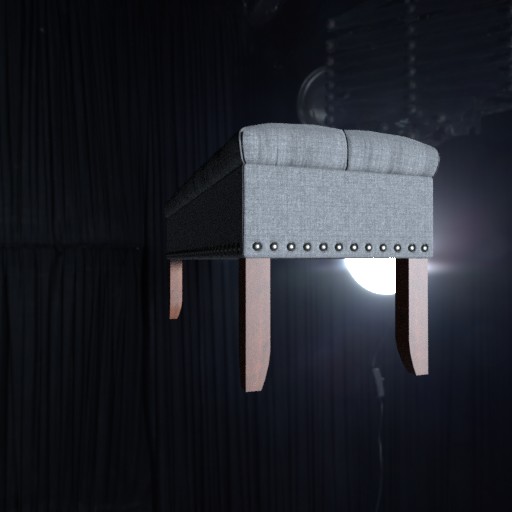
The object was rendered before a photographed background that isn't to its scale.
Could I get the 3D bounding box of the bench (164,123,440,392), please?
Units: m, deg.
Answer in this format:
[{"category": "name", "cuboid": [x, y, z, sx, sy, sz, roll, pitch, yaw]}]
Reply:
[{"category": "bench", "cuboid": [0.000, 0.000, 1.290, 0.417, 0.470, 1.052, 0, -1, -18]}]
